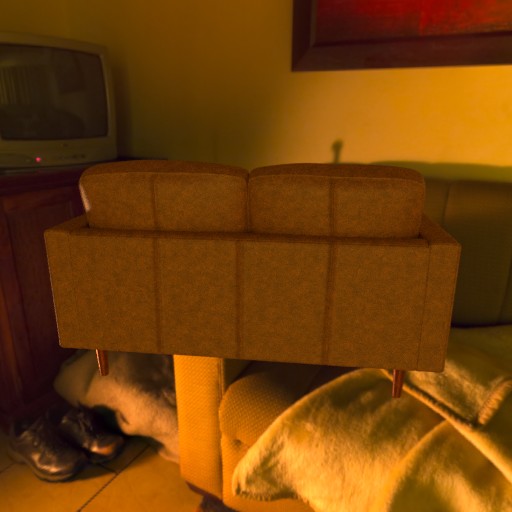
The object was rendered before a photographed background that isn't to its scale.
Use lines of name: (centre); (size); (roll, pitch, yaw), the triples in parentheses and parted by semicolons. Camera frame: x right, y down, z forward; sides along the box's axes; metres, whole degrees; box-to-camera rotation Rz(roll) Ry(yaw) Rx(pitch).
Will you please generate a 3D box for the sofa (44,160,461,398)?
sofa: (0.000, 0.000, 2.142); (1.578, 0.951, 0.909); (2, 17, 7)
